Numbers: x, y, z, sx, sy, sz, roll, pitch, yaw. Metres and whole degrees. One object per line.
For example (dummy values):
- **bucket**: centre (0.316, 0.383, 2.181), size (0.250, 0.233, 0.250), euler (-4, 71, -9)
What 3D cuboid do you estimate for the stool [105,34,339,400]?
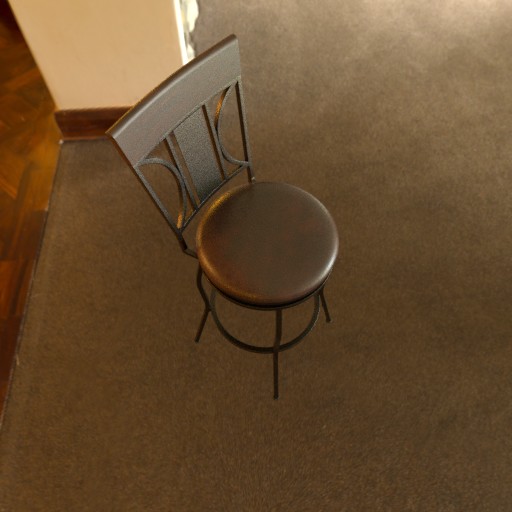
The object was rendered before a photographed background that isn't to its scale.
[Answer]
- **stool**: centre (0.000, 0.000, 1.443), size (0.513, 1.130, 0.448), euler (31, 63, 18)
